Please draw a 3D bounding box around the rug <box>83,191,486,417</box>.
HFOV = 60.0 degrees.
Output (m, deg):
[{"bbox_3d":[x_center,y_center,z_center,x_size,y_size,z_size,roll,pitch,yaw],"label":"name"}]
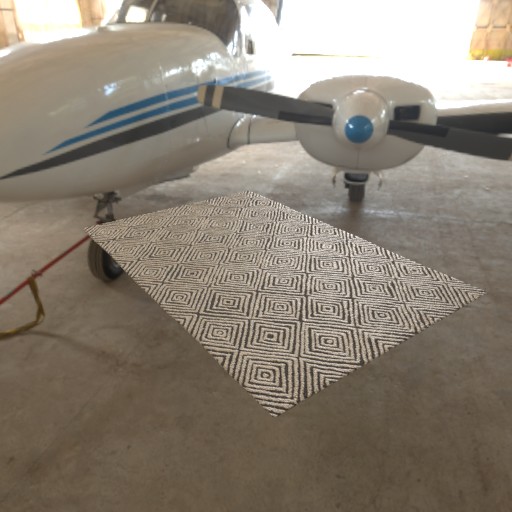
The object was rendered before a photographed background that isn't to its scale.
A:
[{"bbox_3d":[0.000,0.000,2.215,1.177,0.004,1.750,-18,32,-32],"label":"rug"}]
